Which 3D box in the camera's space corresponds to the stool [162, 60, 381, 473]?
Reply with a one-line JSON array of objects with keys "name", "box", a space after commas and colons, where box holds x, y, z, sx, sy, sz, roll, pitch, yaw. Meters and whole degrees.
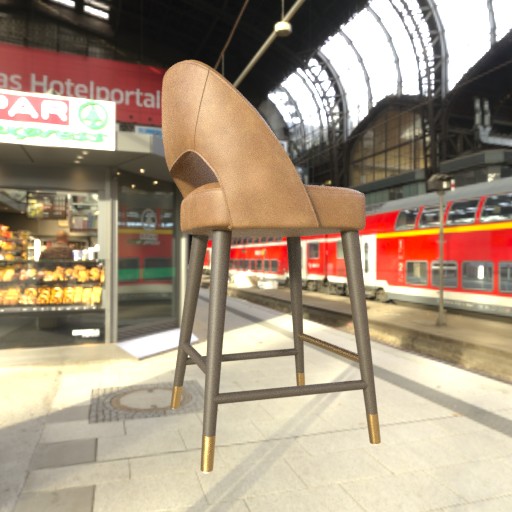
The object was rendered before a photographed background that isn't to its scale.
[{"name": "stool", "box": [0.000, 0.000, 1.232, 0.509, 0.940, 0.494, 0, 0, -20]}]
